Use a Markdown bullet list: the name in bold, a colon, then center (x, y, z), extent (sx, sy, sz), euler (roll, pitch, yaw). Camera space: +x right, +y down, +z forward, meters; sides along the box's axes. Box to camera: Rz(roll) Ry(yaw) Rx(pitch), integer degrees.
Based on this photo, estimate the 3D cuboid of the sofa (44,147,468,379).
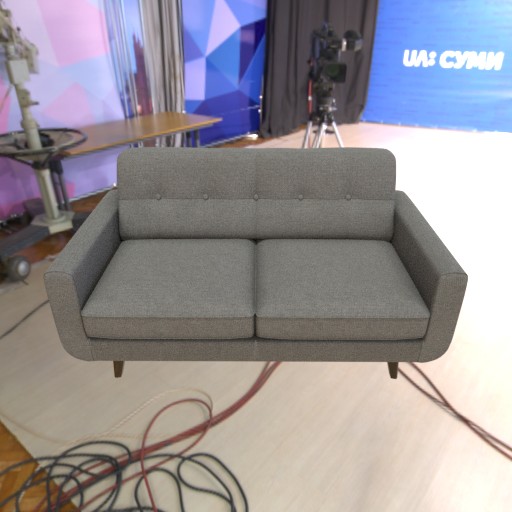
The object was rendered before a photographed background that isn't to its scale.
- **sofa**: center (0.000, 0.000, 2.123), extent (1.631, 0.841, 0.909), euler (0, 29, 0)
